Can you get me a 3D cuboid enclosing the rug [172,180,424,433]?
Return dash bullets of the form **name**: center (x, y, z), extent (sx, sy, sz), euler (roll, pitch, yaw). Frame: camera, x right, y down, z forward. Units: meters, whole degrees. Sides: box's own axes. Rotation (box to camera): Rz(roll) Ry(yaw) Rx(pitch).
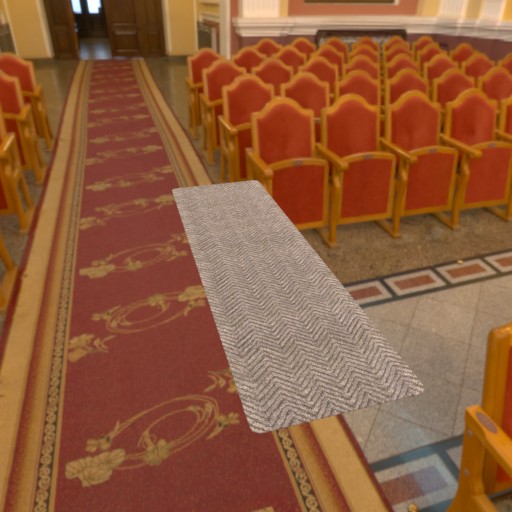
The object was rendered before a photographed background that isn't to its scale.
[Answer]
- **rug**: center (0.000, 0.000, 2.531), extent (0.686, 0.008, 2.286), euler (-8, 32, -14)
